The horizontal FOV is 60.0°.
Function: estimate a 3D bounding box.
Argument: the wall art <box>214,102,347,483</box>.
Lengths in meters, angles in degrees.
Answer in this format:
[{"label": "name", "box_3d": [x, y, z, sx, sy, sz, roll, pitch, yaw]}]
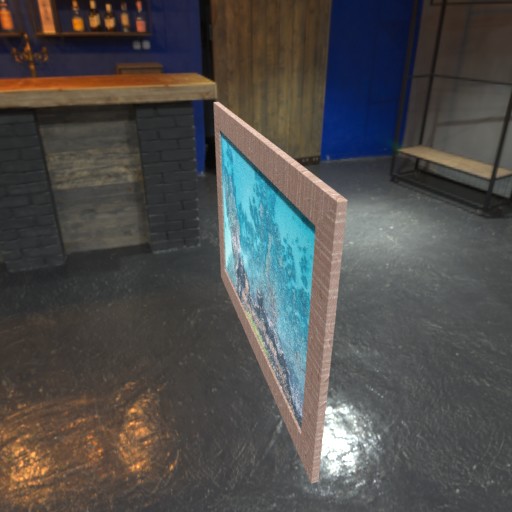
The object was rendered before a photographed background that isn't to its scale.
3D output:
[{"label": "wall art", "box_3d": [0.000, 0.000, 1.389, 0.020, 0.761, 1.056, -8, 29, -14]}]
